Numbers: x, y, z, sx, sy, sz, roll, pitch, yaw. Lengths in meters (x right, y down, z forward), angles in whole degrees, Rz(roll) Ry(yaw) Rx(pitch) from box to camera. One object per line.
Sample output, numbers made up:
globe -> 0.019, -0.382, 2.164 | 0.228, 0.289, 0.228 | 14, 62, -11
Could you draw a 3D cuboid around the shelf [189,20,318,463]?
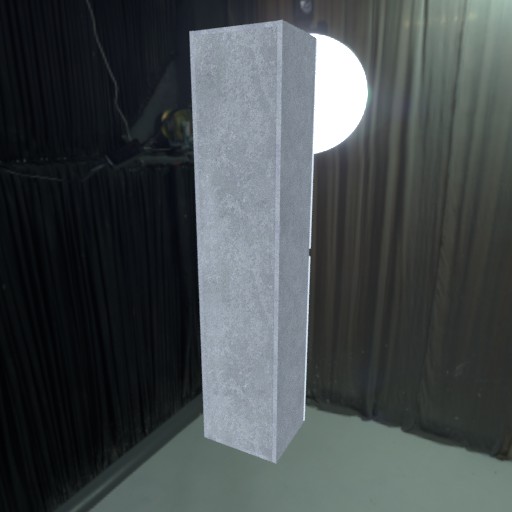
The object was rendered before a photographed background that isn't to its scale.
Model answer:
shelf -> 0.000, 0.000, 1.541 | 0.300, 1.400, 0.270 | 8, 18, 27
